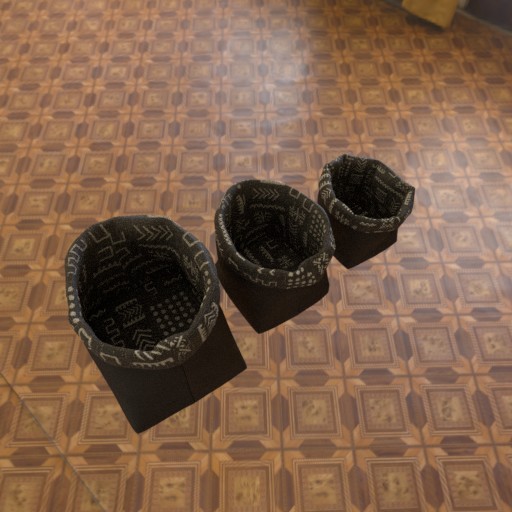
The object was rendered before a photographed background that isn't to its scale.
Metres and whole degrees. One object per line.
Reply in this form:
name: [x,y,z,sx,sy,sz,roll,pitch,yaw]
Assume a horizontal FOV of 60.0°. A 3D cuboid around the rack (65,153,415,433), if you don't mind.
rack: [0.000,0.000,1.104,0.905,0.323,0.379,-29,62,-17]
